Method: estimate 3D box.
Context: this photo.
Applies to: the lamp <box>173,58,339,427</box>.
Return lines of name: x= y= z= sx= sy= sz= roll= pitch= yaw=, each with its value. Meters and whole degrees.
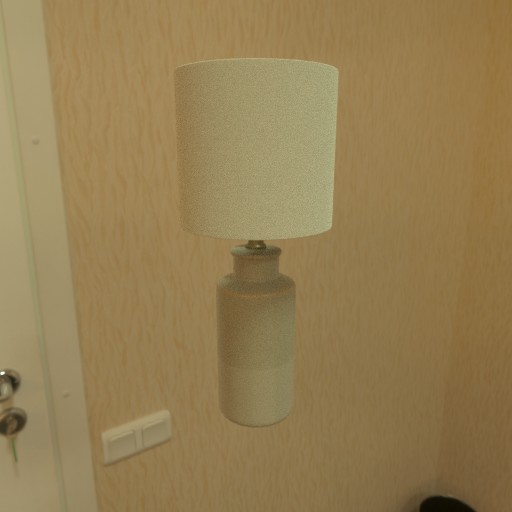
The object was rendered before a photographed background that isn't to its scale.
lamp: x=0.000 y=0.000 z=0.639 sx=0.212 sy=0.493 sz=0.212 roll=7 pitch=16 yaw=26
